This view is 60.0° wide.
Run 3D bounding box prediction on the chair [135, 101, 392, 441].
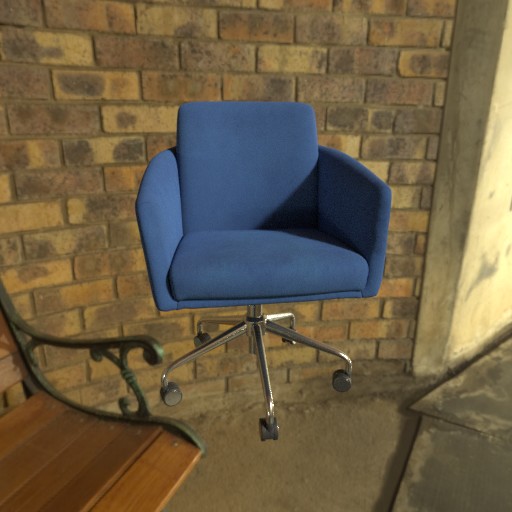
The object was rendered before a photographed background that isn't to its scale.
[{"bbox_3d":[0.000,0.000,1.356,0.641,0.908,0.635,-2,18,-7],"label":"chair"}]
